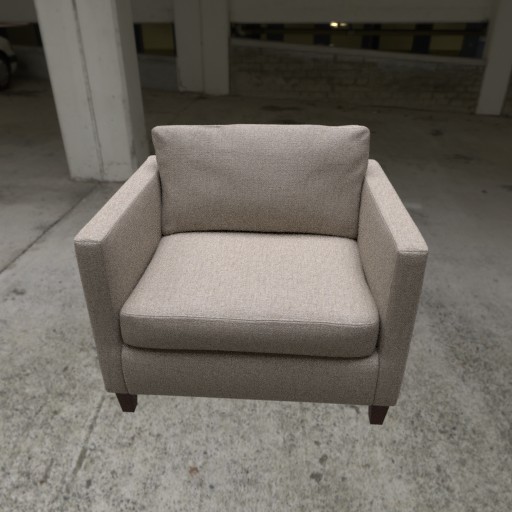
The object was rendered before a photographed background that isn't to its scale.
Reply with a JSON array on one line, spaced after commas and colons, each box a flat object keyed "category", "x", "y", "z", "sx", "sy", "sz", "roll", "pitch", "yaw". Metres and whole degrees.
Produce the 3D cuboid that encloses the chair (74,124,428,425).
[{"category": "chair", "x": 0.000, "y": 0.000, "z": 1.839, "sx": 1.107, "sy": 0.961, "sz": 0.959, "roll": 2, "pitch": 29, "yaw": 3}]
